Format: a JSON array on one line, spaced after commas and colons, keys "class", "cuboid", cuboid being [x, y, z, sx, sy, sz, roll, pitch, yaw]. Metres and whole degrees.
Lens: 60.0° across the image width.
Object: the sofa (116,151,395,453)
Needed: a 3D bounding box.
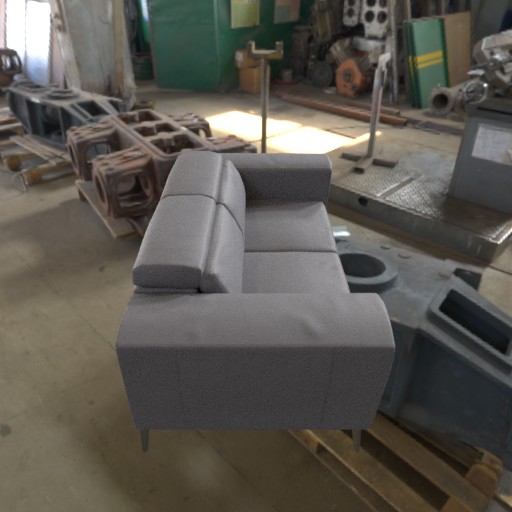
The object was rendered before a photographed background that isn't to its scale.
[{"class": "sofa", "cuboid": [0.000, 0.000, 2.435, 1.003, 0.779, 1.895, 0, 33, 0]}]
